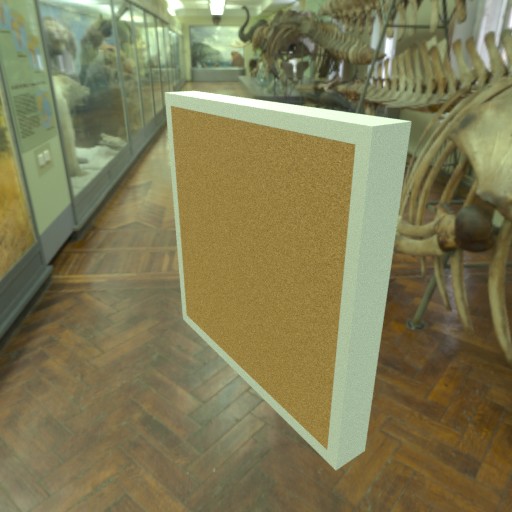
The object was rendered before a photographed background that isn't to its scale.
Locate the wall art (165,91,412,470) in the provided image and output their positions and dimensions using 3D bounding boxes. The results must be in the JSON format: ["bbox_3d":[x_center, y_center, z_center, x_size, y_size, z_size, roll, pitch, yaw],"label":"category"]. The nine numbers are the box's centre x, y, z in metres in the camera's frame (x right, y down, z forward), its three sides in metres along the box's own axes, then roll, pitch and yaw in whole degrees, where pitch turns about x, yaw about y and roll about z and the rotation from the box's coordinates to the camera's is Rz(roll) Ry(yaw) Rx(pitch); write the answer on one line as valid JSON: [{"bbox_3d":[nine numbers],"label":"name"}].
[{"bbox_3d":[0.000,0.000,0.460,0.038,0.302,0.305,-16,29,-31],"label":"wall art"}]
